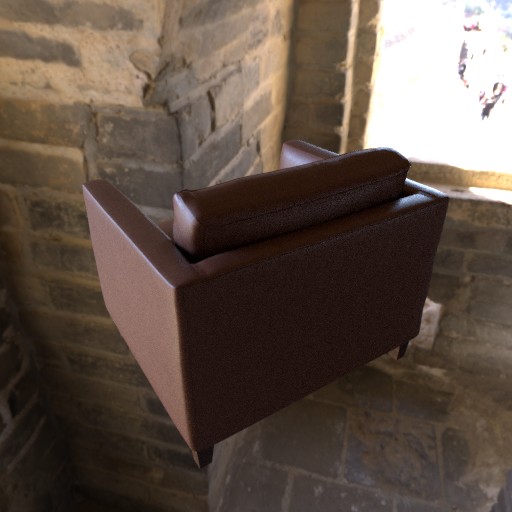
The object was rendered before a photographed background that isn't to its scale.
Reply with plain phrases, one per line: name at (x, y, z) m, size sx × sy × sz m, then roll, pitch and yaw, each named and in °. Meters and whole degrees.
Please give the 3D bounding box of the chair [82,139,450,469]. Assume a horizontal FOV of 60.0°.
chair at (0.000, 0.000, 1.819) m, size 1.107 × 0.917 × 0.959 m, roll -18°, pitch 34°, yaw -28°
